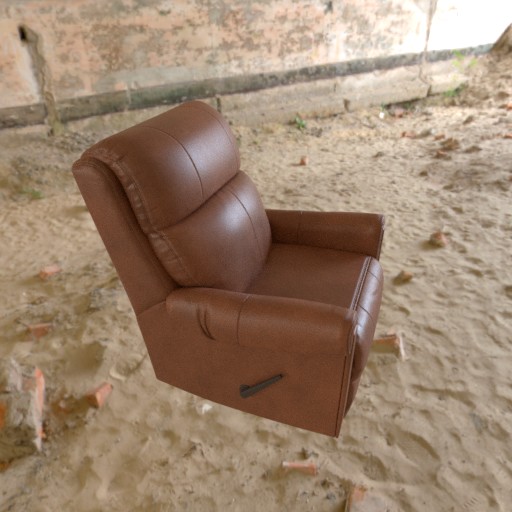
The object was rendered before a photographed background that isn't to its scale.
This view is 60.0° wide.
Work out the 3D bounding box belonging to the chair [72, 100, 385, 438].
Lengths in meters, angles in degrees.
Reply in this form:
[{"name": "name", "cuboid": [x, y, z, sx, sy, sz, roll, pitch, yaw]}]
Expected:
[{"name": "chair", "cuboid": [0.000, 0.000, 1.790, 1.014, 1.054, 0.838, 11, 33, 17]}]
